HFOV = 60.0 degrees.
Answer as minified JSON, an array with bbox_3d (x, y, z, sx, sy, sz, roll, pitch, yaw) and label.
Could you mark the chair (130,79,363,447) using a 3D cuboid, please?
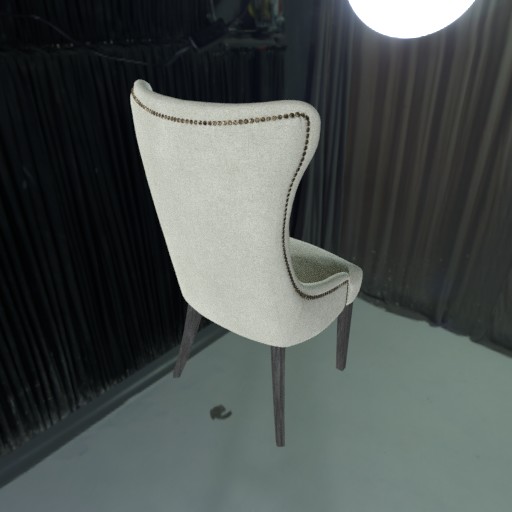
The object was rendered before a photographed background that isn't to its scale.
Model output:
[{"bbox_3d":[0.000,0.000,1.430,0.584,1.065,0.590,21,35,33],"label":"chair"}]
